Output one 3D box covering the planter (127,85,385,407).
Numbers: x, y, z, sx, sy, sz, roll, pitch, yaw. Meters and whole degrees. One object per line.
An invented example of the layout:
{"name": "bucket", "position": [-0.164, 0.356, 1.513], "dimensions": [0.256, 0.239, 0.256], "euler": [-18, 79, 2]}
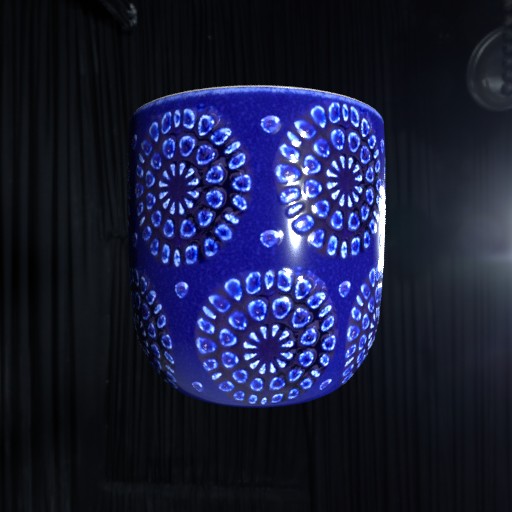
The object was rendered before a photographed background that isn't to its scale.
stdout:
{"name": "planter", "position": [0.000, 0.000, 0.196], "dimensions": [0.109, 0.112, 0.109], "euler": [0, 1, 0]}
